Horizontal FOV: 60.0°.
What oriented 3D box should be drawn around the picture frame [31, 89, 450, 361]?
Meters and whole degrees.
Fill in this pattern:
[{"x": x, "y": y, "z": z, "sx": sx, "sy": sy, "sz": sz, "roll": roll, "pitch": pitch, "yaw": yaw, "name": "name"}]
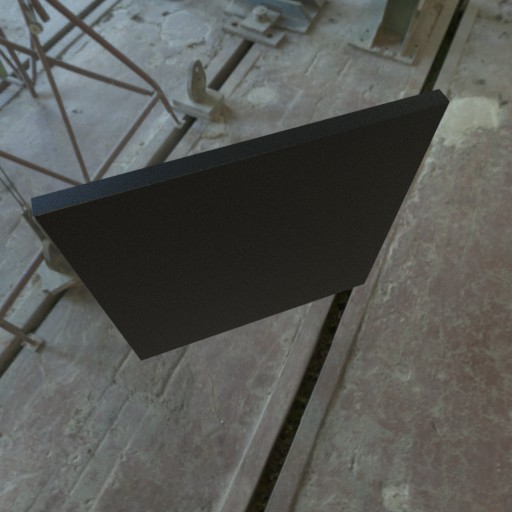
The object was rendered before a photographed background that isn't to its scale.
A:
[{"x": 0.000, "y": 0.000, "z": 0.808, "sx": 0.559, "sy": 0.557, "sz": 0.029, "roll": -18, "pitch": 61, "yaw": -10, "name": "picture frame"}]
